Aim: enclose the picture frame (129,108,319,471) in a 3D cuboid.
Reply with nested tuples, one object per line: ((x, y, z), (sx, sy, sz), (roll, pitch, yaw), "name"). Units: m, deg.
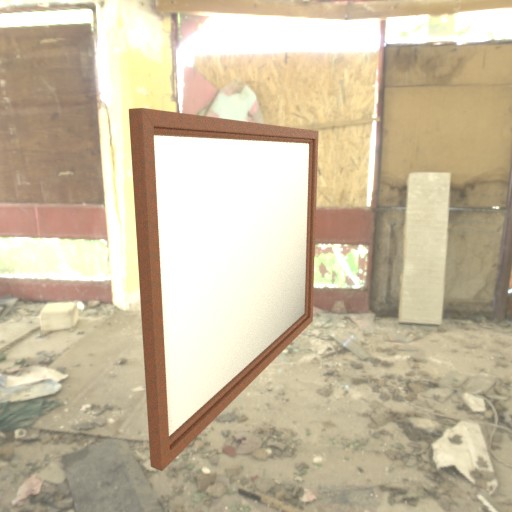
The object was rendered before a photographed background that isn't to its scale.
((0.000, 0.000, 1.776), (0.045, 1.018, 1.329), (6, 15, 26), "picture frame")
